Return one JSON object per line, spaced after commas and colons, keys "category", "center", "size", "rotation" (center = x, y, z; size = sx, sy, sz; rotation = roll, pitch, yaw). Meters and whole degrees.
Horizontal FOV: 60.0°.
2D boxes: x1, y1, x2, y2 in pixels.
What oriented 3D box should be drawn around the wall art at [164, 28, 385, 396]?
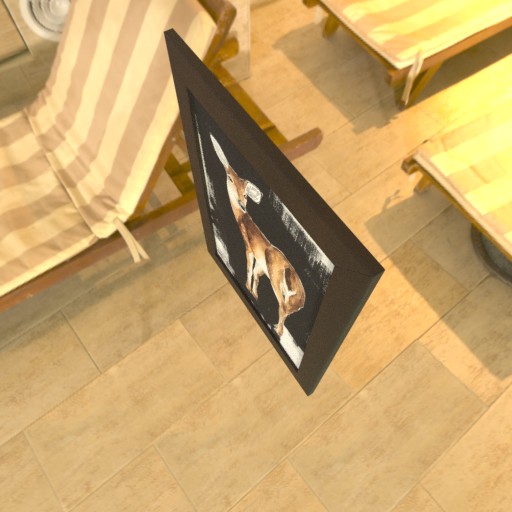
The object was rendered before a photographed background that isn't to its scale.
{"category": "wall art", "center": [0.000, 0.000, 0.647], "size": [0.013, 0.508, 0.359], "rotation": [-30, 66, -15]}
